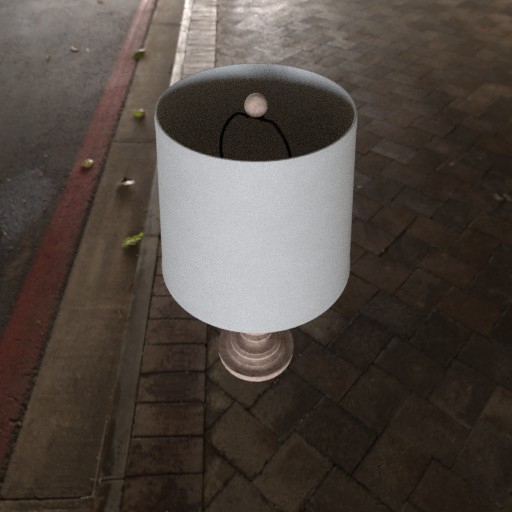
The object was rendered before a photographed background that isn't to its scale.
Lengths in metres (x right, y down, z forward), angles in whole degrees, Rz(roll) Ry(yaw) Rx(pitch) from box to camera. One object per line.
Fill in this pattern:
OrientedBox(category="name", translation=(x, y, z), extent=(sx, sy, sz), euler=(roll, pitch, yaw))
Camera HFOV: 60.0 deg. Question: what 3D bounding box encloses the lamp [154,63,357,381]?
OrientedBox(category="lamp", translation=(0.000, 0.000, 0.651), extent=(0.273, 0.497, 0.273), euler=(0, 46, 0))
